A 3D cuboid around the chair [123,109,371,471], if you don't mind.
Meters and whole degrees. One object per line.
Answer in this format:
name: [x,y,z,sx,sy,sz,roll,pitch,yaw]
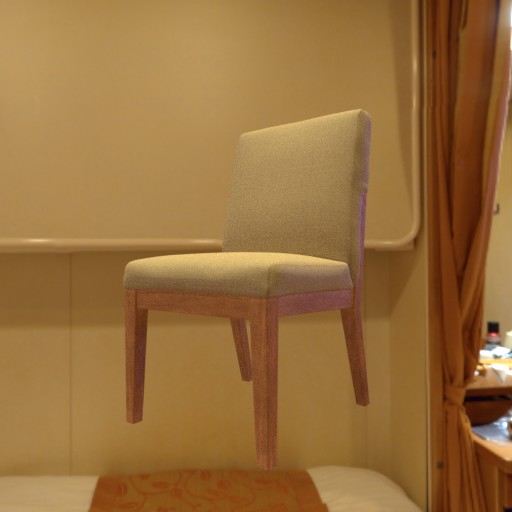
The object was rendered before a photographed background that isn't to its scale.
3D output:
chair: [0.000,0.000,1.295,0.507,0.911,0.586,0,0,37]
